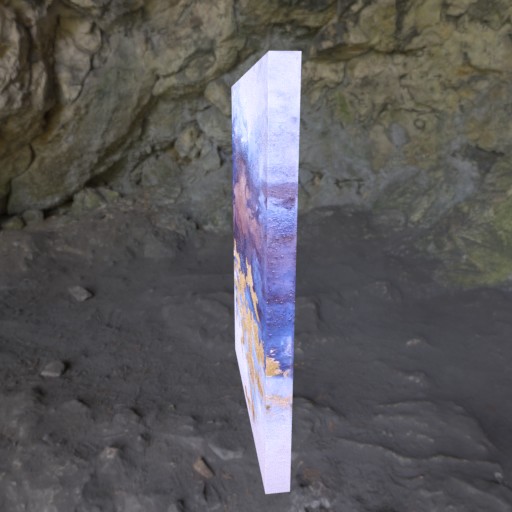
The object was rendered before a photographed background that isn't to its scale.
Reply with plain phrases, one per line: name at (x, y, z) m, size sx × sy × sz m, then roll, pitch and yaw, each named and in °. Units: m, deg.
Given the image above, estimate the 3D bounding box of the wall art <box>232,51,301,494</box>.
wall art at (0.000, 0.000, 0.761) m, size 0.036 × 0.581 × 0.437 m, roll -2°, pitch 16°, yaw -8°
